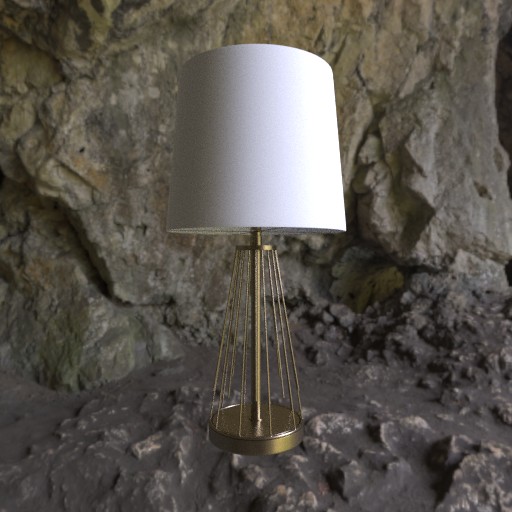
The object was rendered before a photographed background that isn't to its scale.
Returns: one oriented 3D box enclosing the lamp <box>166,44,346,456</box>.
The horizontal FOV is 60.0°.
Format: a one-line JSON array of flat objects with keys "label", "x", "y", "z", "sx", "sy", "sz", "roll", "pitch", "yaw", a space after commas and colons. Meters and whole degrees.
[{"label": "lamp", "x": 0.000, "y": 0.000, "z": 0.762, "sx": 0.303, "sy": 0.618, "sz": 0.303, "roll": 0, "pitch": 0, "yaw": 0}]
